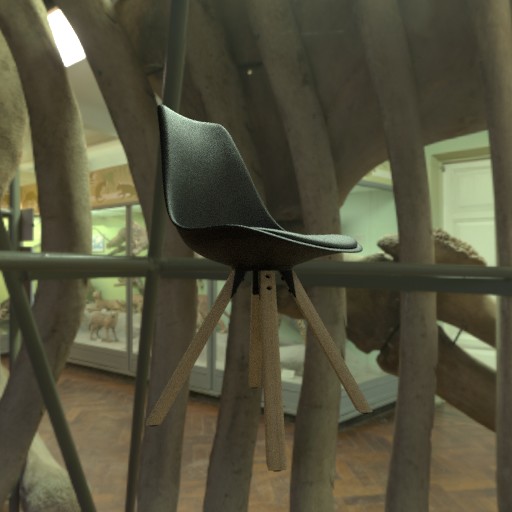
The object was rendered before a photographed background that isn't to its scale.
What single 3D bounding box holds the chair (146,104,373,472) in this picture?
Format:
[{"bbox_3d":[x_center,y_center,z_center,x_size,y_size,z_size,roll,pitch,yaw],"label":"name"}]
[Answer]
[{"bbox_3d":[0.000,0.000,1.183,0.549,0.850,0.485,0,0,38],"label":"chair"}]
